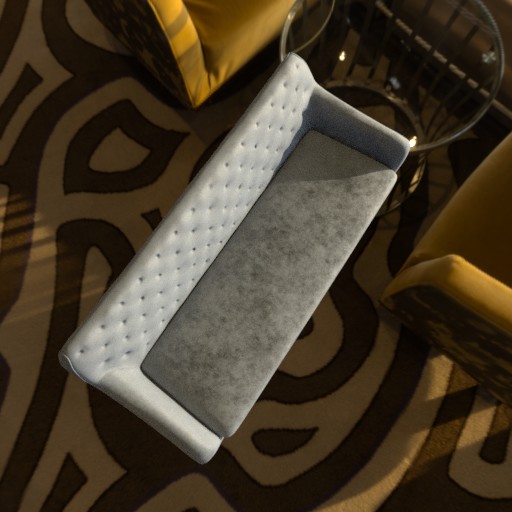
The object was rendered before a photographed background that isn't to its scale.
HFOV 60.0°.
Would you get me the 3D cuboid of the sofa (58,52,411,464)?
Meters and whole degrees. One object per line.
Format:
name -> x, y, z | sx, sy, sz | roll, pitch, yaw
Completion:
sofa -> 0.000, 0.000, 2.402 | 0.841, 0.832, 1.975 | 33, 78, 8
